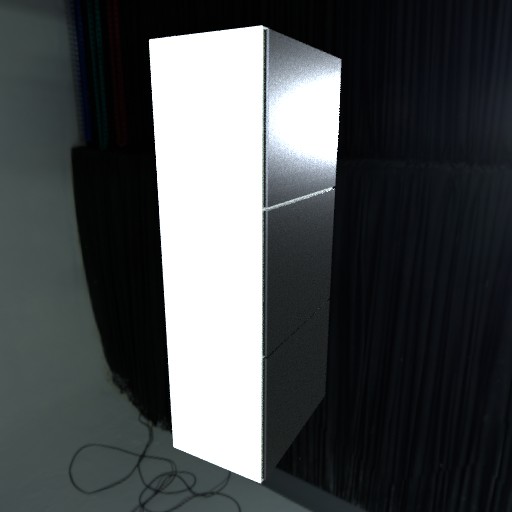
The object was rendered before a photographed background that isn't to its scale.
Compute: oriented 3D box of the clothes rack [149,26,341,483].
[{"bbox_3d":[0.000,0.000,1.390,0.330,1.187,0.500,9,18,28],"label":"clothes rack"}]
